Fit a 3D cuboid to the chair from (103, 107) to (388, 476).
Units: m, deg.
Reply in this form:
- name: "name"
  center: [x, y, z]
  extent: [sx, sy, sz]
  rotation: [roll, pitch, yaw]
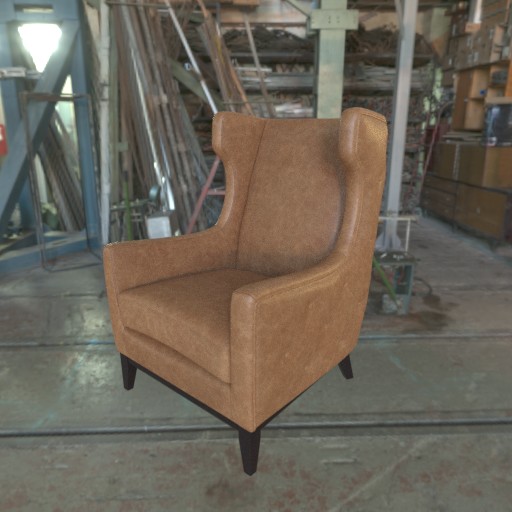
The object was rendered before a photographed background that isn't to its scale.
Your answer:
- name: "chair"
  center: [0.000, 0.000, 1.708]
  extent: [0.766, 1.079, 0.899]
  rotation: [14, 22, 40]
